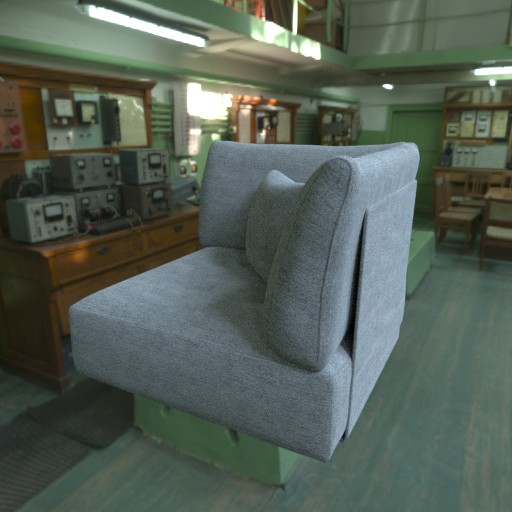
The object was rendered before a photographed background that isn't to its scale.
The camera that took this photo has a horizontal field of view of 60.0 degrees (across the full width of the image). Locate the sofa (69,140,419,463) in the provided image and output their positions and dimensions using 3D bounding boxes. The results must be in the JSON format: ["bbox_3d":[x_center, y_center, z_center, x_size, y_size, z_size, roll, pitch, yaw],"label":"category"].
[{"bbox_3d":[0.000,0.000,1.666,1.000,0.820,1.000,9,18,27],"label":"sofa"}]
